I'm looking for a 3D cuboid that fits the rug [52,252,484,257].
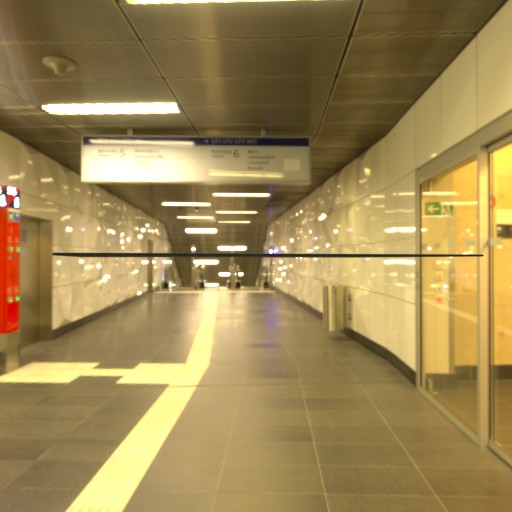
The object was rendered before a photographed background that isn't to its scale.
[{"bbox_3d":[0.000,0.000,2.351,1.829,0.010,1.219,0,0,-17],"label":"rug"}]
